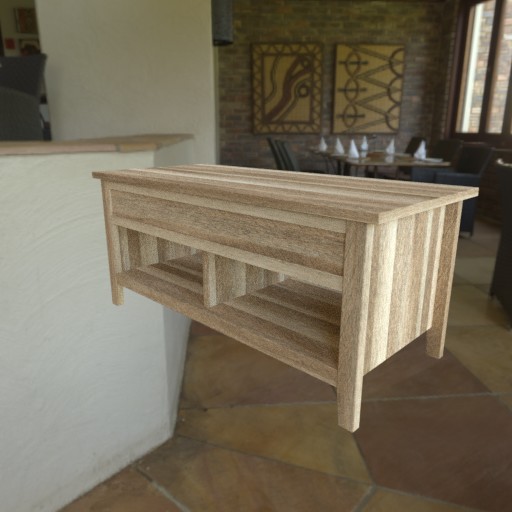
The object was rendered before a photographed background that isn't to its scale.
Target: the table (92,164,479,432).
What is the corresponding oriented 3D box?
[{"bbox_3d":[0.000,0.000,1.385,1.095,0.480,0.493,15,22,42],"label":"table"}]
